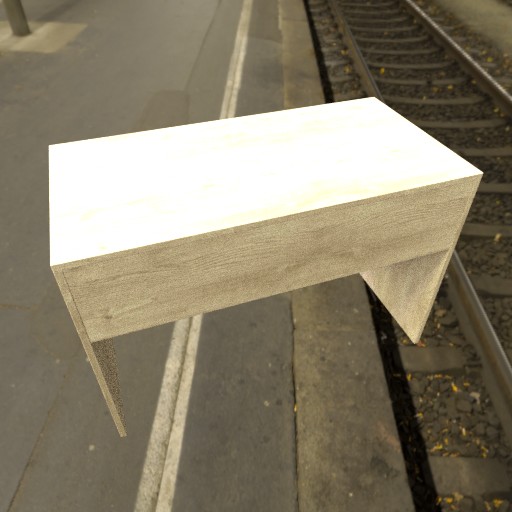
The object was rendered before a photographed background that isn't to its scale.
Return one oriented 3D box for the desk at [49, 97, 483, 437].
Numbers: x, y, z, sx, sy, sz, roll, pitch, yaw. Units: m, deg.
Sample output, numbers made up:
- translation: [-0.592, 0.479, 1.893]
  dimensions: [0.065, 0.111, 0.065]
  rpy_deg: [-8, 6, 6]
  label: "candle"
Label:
- translation: [0.000, 0.000, 1.491]
  dimensions: [1.100, 0.730, 0.560]
  rpy_deg: [-13, 43, -15]
  label: "desk"
